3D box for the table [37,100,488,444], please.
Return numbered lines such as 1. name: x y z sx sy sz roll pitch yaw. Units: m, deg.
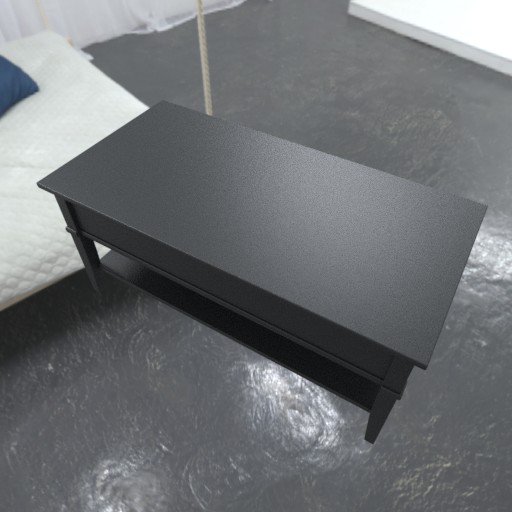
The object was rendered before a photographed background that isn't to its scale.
1. table: 0.000 0.000 1.312 1.044 0.470 0.523 24 51 21
